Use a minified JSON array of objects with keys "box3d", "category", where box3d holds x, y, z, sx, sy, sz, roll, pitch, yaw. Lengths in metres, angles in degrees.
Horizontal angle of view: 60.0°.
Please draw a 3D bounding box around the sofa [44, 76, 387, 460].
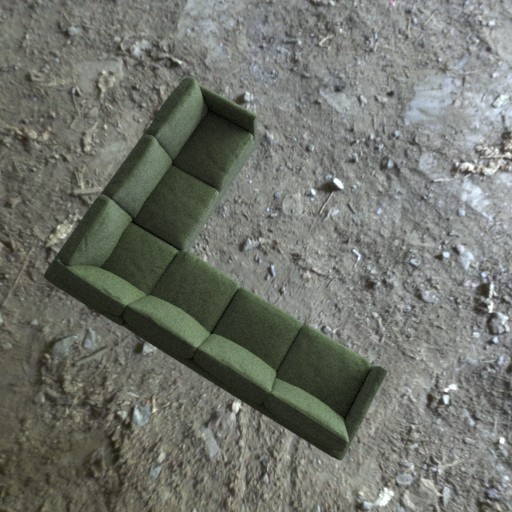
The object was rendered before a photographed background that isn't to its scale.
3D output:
[{"box3d":[0.000,0.000,4.554,3.302,0.947,2.593,30,78,7],"category":"sofa"}]
